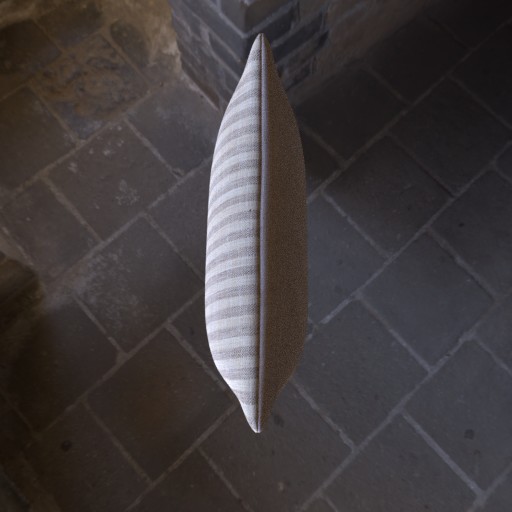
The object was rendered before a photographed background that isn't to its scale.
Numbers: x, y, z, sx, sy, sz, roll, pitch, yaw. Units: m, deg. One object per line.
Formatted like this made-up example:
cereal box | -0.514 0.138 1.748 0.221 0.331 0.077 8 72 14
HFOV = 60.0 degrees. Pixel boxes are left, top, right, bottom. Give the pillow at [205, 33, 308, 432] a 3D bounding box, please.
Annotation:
pillow | 0.000 0.000 0.791 0.166 0.510 0.523 1 76 0
